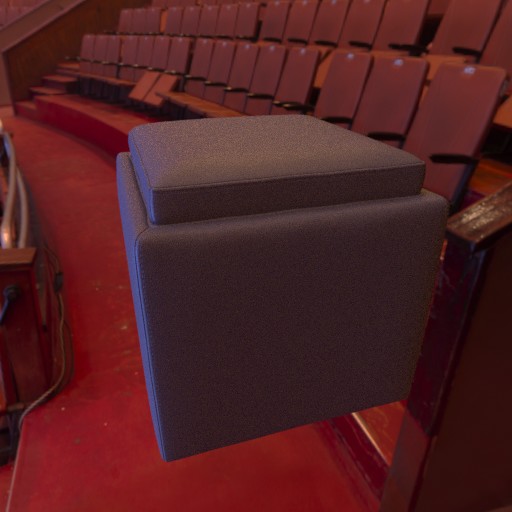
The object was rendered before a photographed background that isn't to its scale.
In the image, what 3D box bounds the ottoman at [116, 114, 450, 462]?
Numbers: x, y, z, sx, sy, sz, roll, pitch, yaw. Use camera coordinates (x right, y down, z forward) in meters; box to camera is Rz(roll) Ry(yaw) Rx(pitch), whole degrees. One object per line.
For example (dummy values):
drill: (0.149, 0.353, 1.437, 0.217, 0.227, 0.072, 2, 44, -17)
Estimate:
ottoman: (0.000, 0.000, 0.813, 0.451, 0.460, 0.450, -8, 28, -16)
